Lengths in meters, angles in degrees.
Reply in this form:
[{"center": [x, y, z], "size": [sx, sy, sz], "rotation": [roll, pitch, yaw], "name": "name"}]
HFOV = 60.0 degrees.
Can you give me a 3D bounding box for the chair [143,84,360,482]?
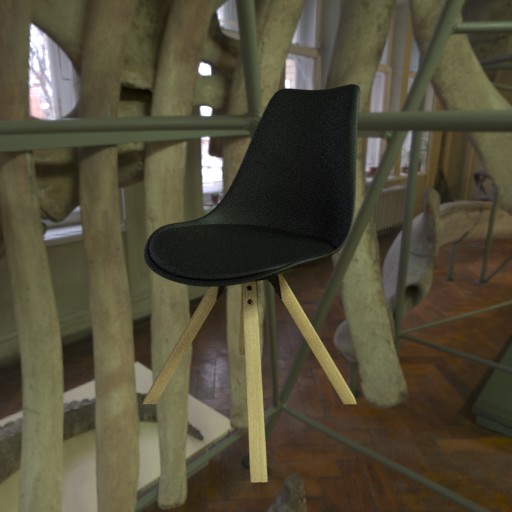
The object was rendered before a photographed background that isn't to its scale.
[{"center": [0.000, 0.000, 1.147], "size": [0.485, 0.850, 0.549], "rotation": [15, 22, 40], "name": "chair"}]
